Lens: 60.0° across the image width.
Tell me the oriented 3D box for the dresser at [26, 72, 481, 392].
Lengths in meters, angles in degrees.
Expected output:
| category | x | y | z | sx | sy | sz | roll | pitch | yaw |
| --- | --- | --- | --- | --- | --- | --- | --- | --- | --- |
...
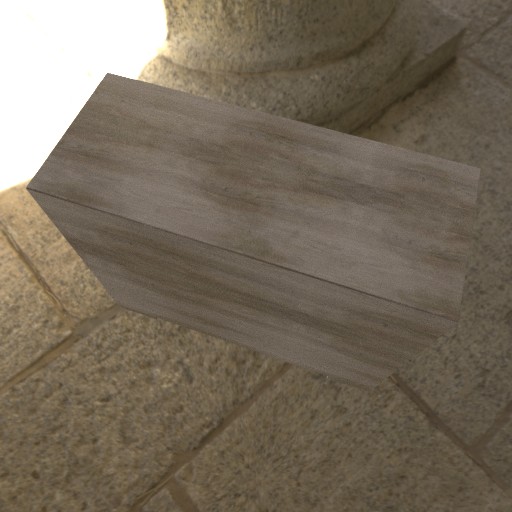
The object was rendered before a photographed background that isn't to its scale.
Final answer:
| category | x | y | z | sx | sy | sz | roll | pitch | yaw |
| --- | --- | --- | --- | --- | --- | --- | --- | --- | --- |
| dresser | 0.000 | 0.000 | 1.405 | 0.994 | 0.816 | 0.404 | 17 | 65 | 8 |
